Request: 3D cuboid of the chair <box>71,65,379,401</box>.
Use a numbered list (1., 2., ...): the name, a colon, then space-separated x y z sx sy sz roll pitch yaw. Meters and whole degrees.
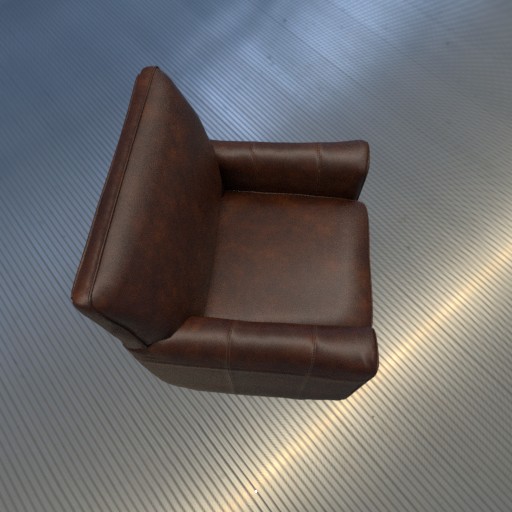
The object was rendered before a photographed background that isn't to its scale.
1. chair: 0.000 0.000 1.597 0.823 0.943 0.870 4 62 2
